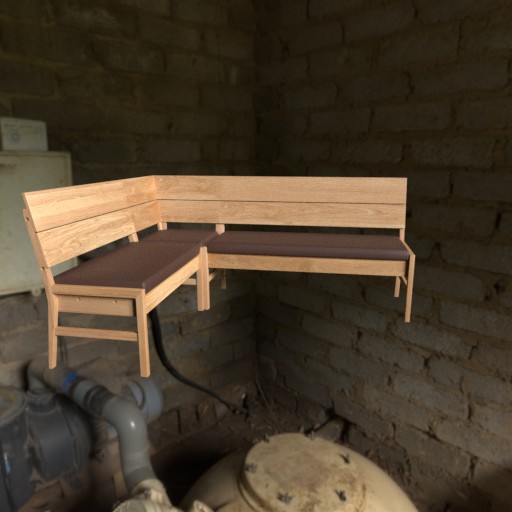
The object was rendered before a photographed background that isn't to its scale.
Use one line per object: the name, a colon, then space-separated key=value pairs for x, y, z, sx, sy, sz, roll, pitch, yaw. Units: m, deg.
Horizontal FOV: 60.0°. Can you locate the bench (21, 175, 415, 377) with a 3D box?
bench: x=0.000 y=0.000 z=2.748 sx=1.975 sy=0.890 sz=1.549 roll=2 pitch=13 yaw=9
